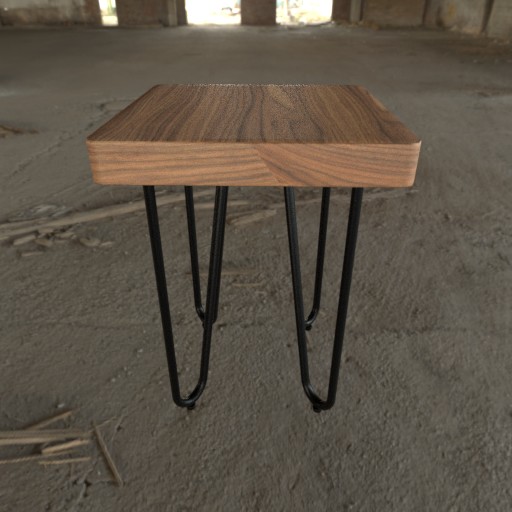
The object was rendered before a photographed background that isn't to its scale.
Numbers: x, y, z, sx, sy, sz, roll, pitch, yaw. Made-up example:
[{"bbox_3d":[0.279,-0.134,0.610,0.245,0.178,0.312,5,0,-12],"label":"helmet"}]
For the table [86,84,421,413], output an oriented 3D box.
[{"bbox_3d":[0.000,0.000,0.981,0.479,0.641,0.480,1,30,1],"label":"table"}]
